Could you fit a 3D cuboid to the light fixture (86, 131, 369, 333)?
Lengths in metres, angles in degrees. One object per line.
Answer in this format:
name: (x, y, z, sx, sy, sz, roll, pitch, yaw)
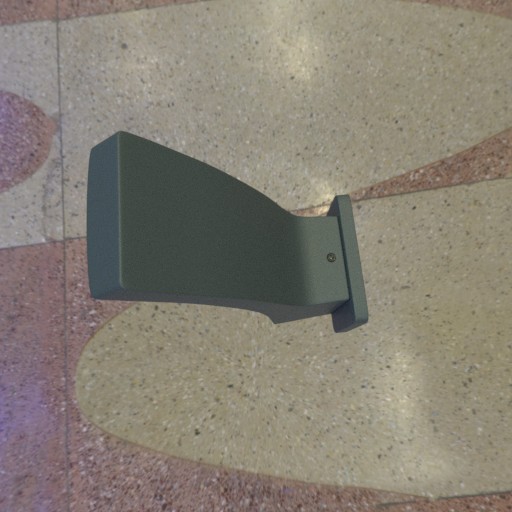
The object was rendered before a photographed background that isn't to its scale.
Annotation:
light fixture: (0.000, 0.000, 0.329, 0.174, 0.243, 0.108, -5, 75, -1)
